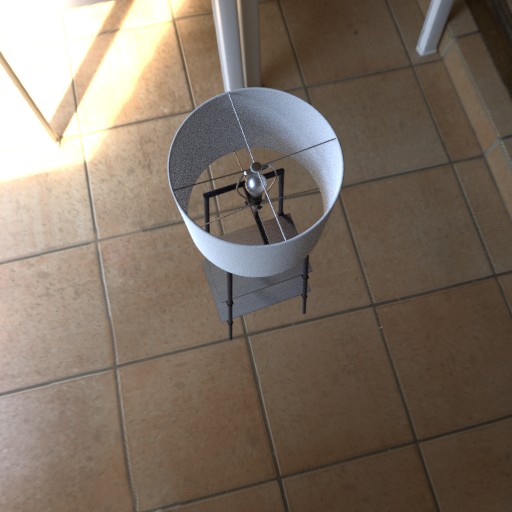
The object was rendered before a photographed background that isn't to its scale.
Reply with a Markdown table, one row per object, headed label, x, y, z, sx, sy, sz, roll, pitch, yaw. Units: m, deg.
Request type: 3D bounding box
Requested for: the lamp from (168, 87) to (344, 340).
| label | x | y | z | sx | sy | sz | roll | pitch | yaw |
| --- | --- | --- | --- | --- | --- | --- | --- | --- | --- |
| lamp | 0.000 | 0.000 | 1.650 | 0.427 | 1.474 | 0.384 | -19 | 75 | -5 |
